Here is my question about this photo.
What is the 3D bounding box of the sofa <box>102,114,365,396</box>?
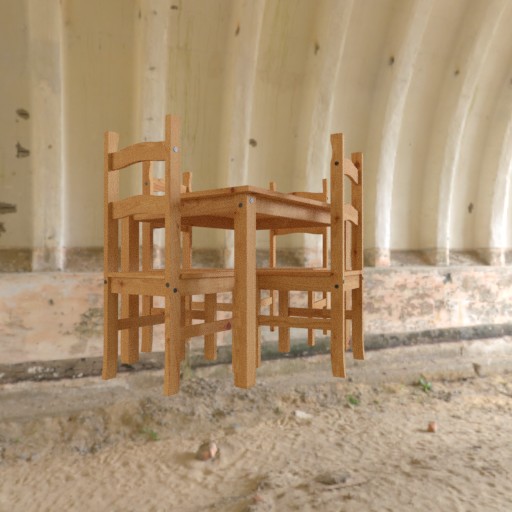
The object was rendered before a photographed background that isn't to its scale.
[{"bbox_3d":[0.000,0.000,2.282,1.144,1.000,1.529,0,-1,36],"label":"sofa"}]
